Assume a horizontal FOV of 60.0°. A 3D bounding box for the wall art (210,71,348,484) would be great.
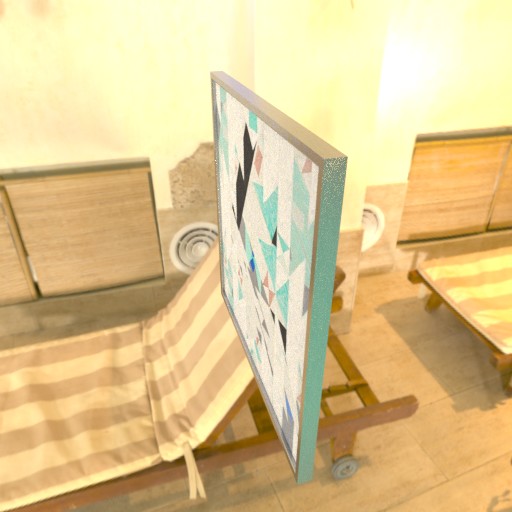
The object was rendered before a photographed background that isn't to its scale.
[{"bbox_3d":[0.000,0.000,1.187,0.038,0.806,0.806,-9,33,-14],"label":"wall art"}]
